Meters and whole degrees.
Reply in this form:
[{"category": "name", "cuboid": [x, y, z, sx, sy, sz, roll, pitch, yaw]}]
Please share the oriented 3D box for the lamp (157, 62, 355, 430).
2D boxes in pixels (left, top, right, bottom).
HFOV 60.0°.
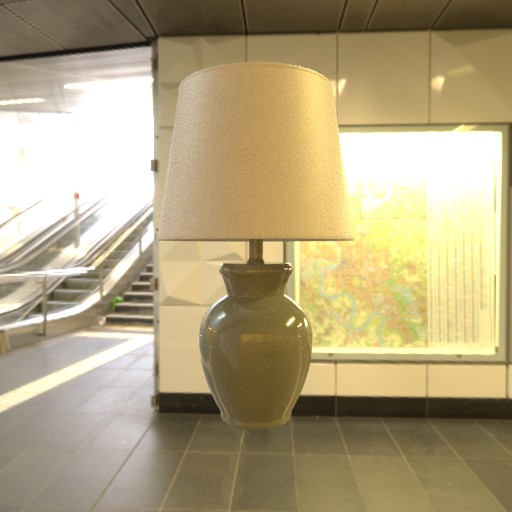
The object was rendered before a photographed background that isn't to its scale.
[{"category": "lamp", "cuboid": [0.000, 0.000, 0.549, 0.239, 0.399, 0.239, 0, 1, 0]}]
